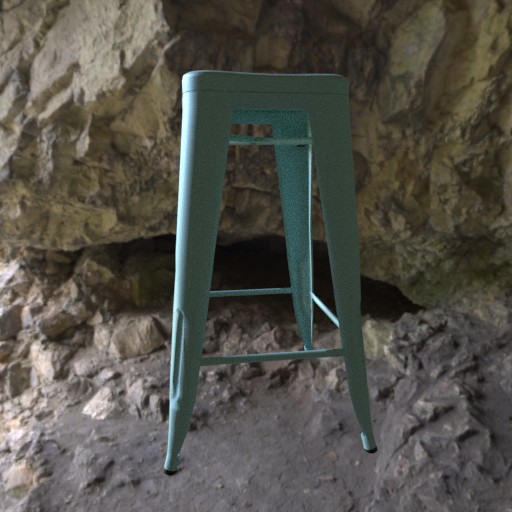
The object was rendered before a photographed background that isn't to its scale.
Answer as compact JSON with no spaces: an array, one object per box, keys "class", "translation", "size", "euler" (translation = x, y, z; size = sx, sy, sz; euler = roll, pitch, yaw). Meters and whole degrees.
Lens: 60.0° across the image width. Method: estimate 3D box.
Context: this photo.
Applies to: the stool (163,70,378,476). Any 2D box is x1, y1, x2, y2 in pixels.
[{"class":"stool","translation":[0.000,0.000,0.844],"size":[0.359,0.609,0.399],"euler":[-2,13,-9]}]
